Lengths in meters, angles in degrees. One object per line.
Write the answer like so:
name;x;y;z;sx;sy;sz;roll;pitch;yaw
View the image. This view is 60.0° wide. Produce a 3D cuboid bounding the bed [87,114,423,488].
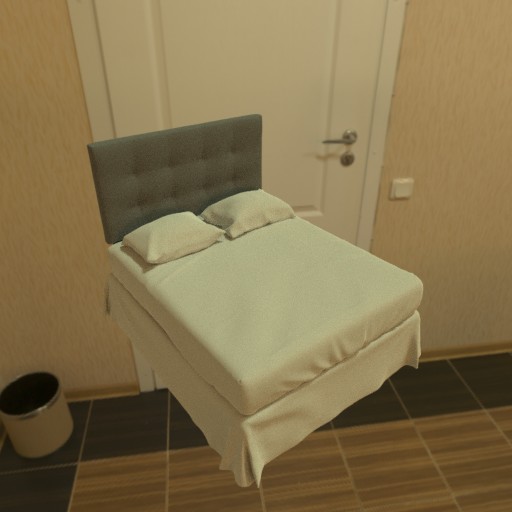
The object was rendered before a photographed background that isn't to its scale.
bed;0.000;0.000;3.426;1.936;1.577;2.222;-21;37;-32
